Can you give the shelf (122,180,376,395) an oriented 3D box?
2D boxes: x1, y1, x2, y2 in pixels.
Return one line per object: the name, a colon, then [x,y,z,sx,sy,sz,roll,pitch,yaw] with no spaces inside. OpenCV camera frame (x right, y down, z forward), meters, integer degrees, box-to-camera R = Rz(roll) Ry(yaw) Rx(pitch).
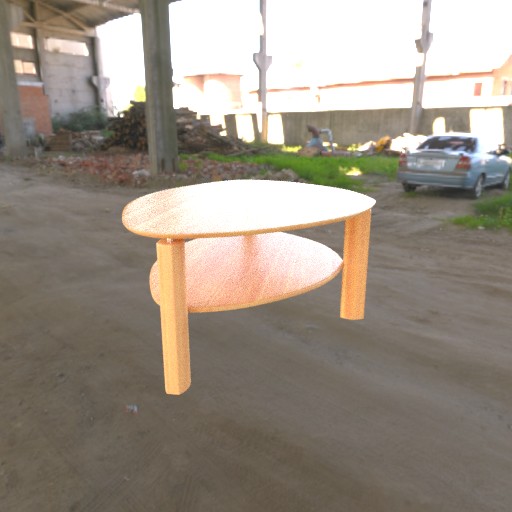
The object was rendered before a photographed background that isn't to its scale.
shelf: [0.000,0.000,1.669,0.845,0.440,1.246,3,16,9]
